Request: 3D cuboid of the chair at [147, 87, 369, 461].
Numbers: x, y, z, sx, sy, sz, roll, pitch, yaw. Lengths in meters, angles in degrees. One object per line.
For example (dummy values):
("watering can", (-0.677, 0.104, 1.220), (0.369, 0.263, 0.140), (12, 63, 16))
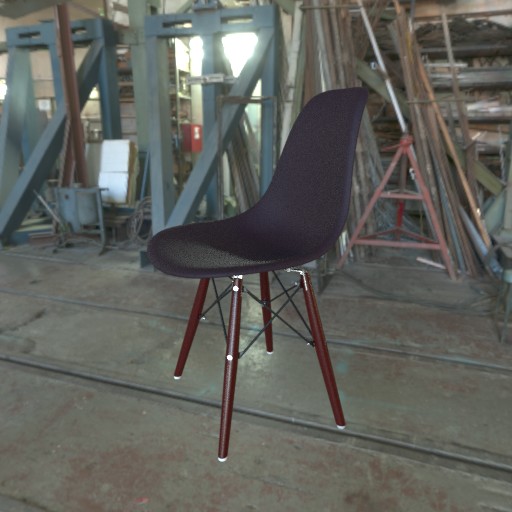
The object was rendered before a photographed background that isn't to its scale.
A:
("chair", (0.000, 0.000, 1.139), (0.533, 0.826, 0.470), (-8, 18, -25))
